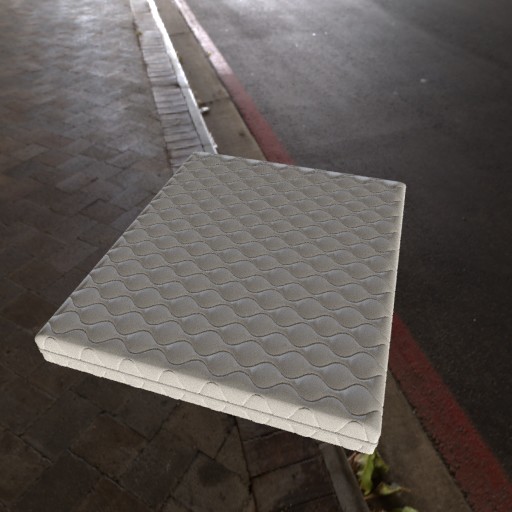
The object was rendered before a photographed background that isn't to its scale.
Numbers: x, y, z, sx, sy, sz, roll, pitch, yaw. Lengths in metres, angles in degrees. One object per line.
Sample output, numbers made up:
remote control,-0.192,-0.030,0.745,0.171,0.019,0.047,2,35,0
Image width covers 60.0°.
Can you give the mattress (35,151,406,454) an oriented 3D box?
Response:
mattress,0.000,0.000,2.615,1.600,0.200,1.900,12,43,13
